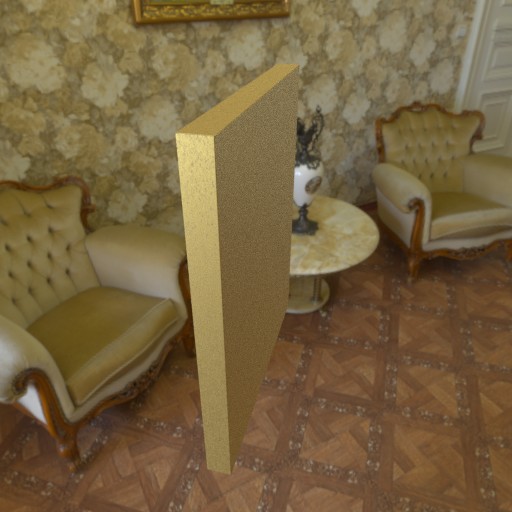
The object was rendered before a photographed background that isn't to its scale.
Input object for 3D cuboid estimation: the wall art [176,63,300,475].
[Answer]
[{"bbox_3d":[0.000,0.000,0.891,0.048,0.642,0.537,8,32,13],"label":"wall art"}]
